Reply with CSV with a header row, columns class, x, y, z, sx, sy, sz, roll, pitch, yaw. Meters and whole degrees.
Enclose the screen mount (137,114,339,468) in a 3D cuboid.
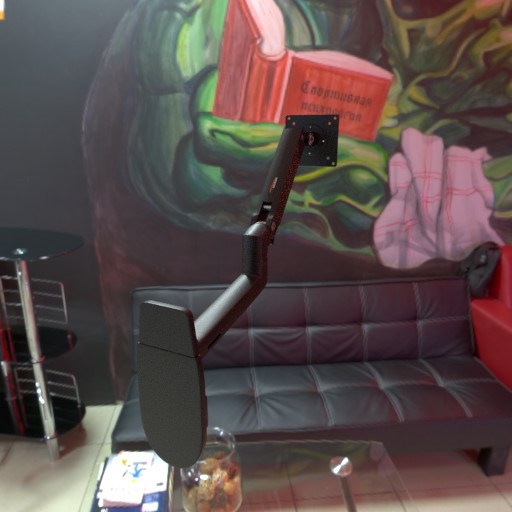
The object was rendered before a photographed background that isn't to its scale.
class,x,y,z,sx,sy,sz,roll,pitch,yaw
screen mount,0.000,0.000,0.747,0.115,0.466,0.495,8,18,26
